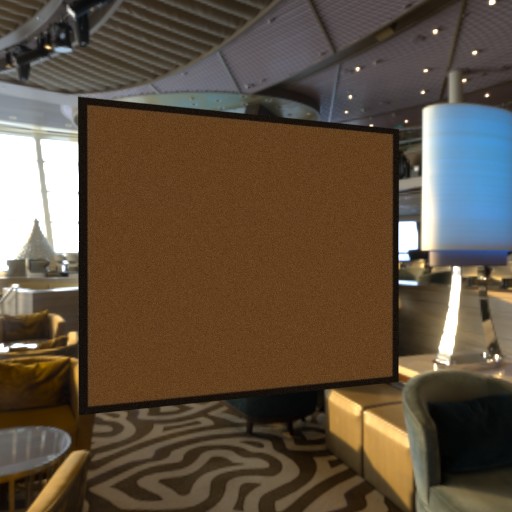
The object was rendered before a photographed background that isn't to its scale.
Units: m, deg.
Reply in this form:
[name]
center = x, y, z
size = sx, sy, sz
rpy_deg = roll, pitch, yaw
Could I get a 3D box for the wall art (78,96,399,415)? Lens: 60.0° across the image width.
[wall art]
center = 0.000, 0.000, 1.386
size = 1.033, 0.875, 0.023
rpy_deg = 0, 0, -18
